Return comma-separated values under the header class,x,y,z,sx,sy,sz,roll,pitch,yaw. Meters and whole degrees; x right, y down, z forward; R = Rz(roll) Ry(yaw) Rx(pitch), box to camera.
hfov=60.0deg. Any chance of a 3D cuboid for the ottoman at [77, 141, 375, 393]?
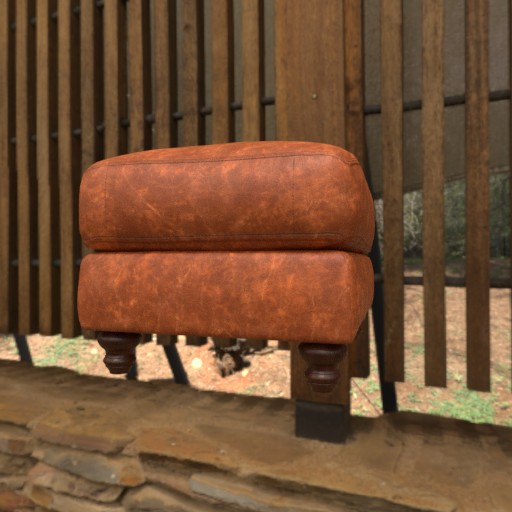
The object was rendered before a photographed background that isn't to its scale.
class,x,y,z,sx,sy,sz,roll,pitch,yaw
ottoman,0.000,0.000,1.294,0.657,0.562,0.832,0,-1,17
